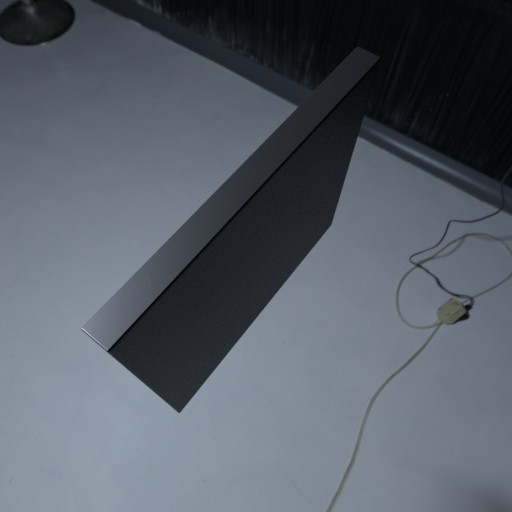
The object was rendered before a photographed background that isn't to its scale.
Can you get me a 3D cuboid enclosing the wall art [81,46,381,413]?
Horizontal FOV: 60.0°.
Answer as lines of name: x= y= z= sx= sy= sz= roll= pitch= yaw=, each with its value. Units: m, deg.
wall art: x=0.000 y=0.000 z=0.532 sx=0.028 sy=0.330 sz=0.380 roll=35 pitch=68 yaw=16
